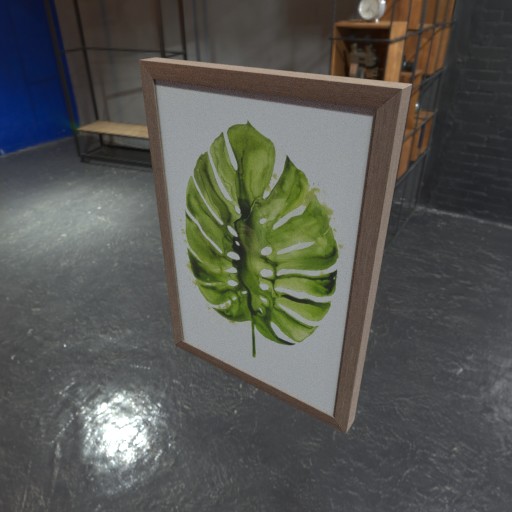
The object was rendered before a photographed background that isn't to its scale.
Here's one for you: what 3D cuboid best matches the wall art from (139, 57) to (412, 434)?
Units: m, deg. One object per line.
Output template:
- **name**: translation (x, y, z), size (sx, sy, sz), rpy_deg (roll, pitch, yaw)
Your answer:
- **wall art**: translation (0.000, 0.000, 0.652), size (0.358, 0.510, 0.032), rpy_deg (19, 36, 28)
